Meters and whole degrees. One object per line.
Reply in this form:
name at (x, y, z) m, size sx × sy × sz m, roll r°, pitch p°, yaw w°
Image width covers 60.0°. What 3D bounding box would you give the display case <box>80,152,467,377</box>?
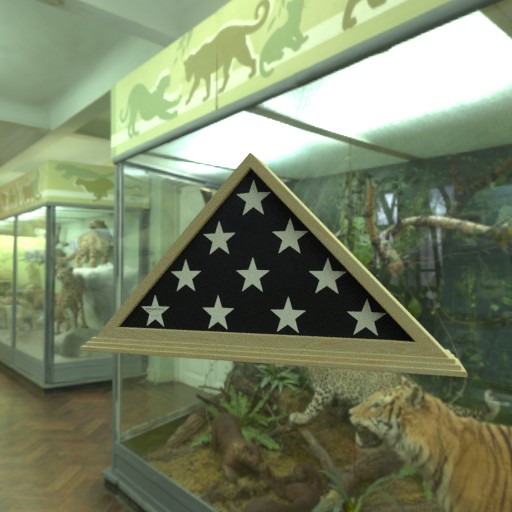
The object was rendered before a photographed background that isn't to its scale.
display case at (0.000, 0.000, 0.755) m, size 0.640 × 0.340 × 0.095 m, roll 0°, pitch -1°, yaw 18°
